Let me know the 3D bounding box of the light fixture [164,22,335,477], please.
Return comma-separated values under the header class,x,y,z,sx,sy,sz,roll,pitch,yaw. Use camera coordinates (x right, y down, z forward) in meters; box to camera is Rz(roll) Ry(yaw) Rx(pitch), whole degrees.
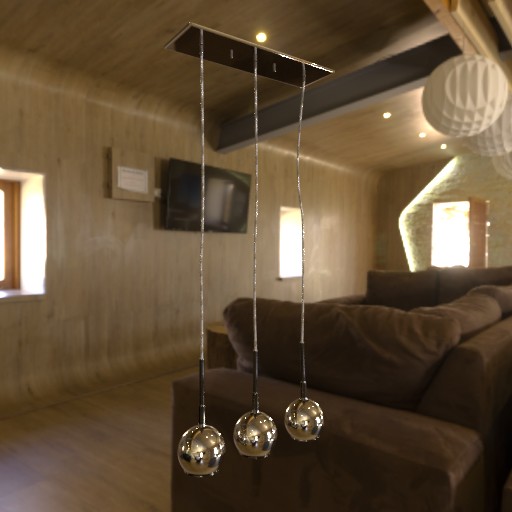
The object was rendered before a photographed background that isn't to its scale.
class,x,y,z,sx,sy,sz,roll,pitch,yaw
light fixture,0.000,0.000,1.591,0.623,1.408,0.188,0,0,-36
